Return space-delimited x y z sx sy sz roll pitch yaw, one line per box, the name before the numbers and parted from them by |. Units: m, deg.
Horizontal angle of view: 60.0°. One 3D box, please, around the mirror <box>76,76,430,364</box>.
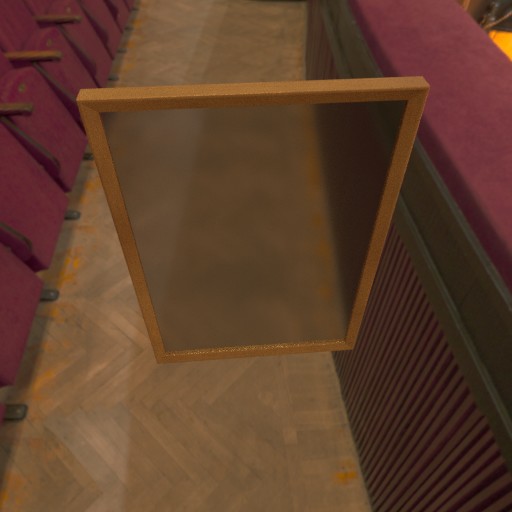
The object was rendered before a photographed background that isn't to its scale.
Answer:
mirror | 0.000 0.000 0.901 0.507 0.710 0.039 -3 46 -3
